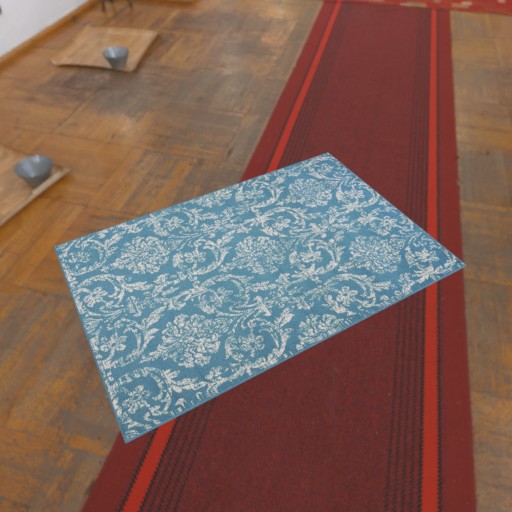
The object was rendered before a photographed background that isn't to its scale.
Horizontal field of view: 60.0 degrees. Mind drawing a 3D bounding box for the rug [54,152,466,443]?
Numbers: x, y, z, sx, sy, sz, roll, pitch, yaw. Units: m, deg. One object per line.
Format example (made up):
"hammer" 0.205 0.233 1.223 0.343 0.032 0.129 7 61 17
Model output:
"rug" 0.000 0.000 3.525 2.746 0.018 1.816 -22 50 -20
